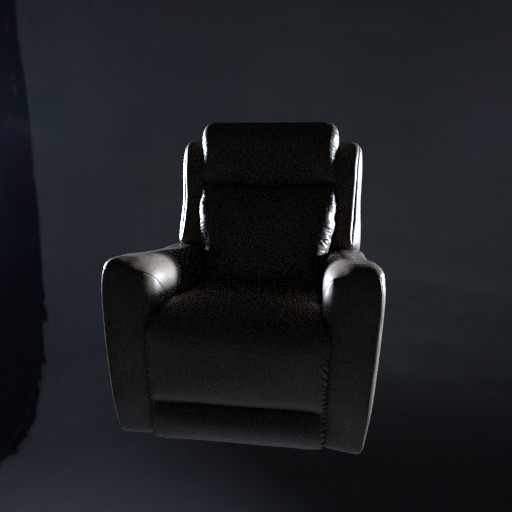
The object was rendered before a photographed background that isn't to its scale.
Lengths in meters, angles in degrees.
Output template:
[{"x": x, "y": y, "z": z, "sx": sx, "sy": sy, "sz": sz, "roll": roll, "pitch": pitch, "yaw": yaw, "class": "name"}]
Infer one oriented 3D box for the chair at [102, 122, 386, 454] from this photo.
[{"x": 0.000, "y": 0.000, "z": 1.891, "sx": 0.967, "sy": 1.116, "sz": 1.068, "roll": 2, "pitch": 15, "yaw": 9, "class": "chair"}]
